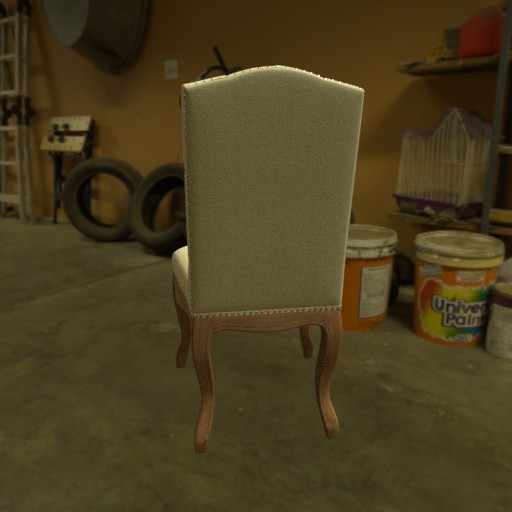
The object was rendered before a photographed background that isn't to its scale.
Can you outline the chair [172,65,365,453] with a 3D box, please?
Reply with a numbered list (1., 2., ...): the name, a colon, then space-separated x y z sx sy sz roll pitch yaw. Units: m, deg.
1. chair: 0.000 0.000 1.569 0.623 1.165 0.715 -2 15 -8
